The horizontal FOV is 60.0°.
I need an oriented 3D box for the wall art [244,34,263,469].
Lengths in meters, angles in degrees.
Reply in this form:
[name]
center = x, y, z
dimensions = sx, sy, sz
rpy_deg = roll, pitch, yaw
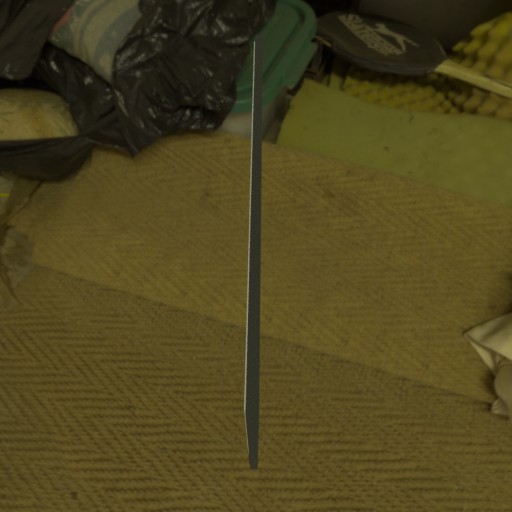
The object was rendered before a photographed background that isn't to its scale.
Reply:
[wall art]
center = 0.000, 0.000, 1.464
dimensions = 0.028, 0.805, 1.190
rpy_deg = 1, 58, 0
